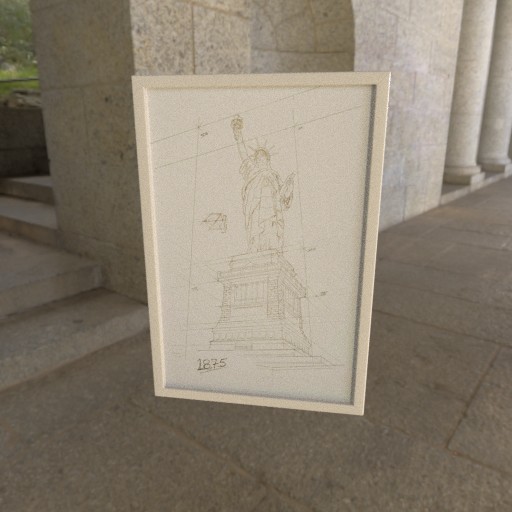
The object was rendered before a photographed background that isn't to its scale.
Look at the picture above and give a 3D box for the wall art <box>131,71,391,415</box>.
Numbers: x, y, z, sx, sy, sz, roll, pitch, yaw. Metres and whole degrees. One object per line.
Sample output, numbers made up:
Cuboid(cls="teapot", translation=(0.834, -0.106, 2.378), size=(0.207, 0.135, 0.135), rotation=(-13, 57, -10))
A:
Cuboid(cls="wall art", translation=(0.000, 0.000, 1.064), size=(0.556, 0.813, 0.026), rotation=(3, 17, 9))
